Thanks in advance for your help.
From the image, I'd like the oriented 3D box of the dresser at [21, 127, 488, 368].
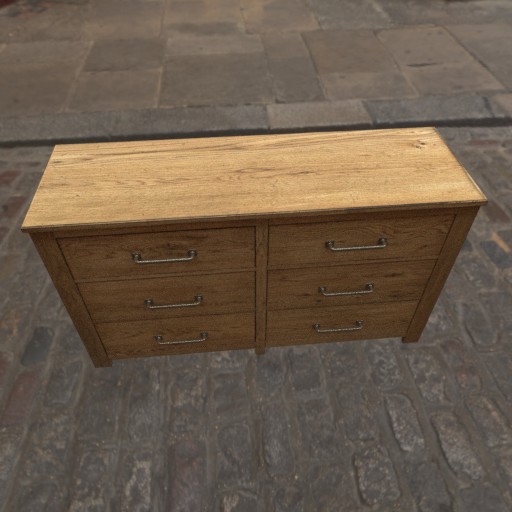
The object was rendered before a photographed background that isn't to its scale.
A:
[{"bbox_3d":[0.000,0.000,2.065,1.657,0.932,0.563,-4,46,-4],"label":"dresser"}]
